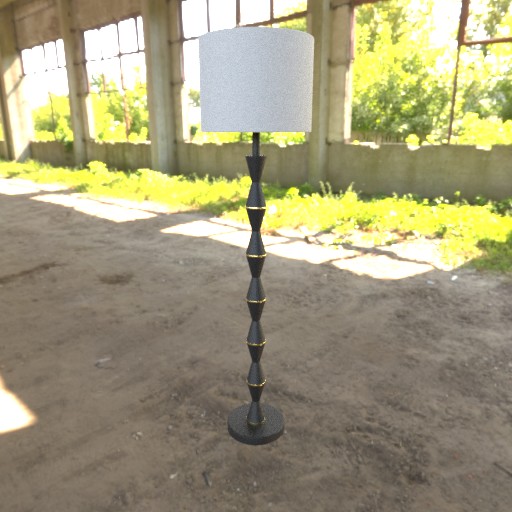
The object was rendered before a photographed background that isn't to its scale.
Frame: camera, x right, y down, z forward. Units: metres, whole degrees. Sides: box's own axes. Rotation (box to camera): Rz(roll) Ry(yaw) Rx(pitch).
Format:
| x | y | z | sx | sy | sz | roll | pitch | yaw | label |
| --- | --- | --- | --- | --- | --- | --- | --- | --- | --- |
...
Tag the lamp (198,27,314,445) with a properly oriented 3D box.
| x | y | z | sx | sy | sz | roll | pitch | yaw | label |
| --- | --- | --- | --- | --- | --- | --- | --- | --- | --- |
| 0.000 | 0.000 | 1.660 | 0.381 | 1.480 | 0.381 | 2 | 16 | 8 | lamp |
